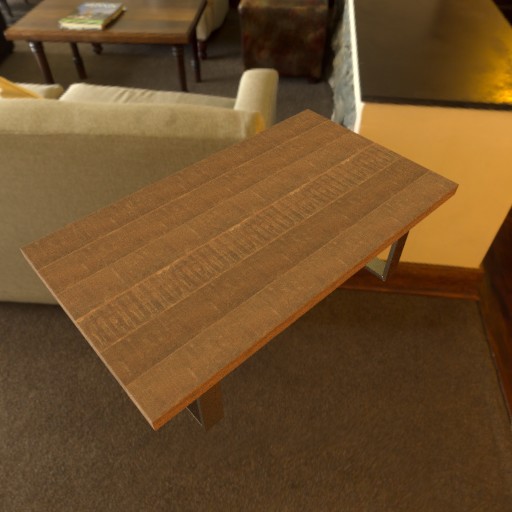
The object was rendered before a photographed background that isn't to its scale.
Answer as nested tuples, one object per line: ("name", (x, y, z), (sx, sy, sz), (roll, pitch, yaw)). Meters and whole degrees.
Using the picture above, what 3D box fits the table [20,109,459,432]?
("table", (0.000, 0.000, 1.755), (1.400, 0.440, 0.800), (-33, 55, -28))
